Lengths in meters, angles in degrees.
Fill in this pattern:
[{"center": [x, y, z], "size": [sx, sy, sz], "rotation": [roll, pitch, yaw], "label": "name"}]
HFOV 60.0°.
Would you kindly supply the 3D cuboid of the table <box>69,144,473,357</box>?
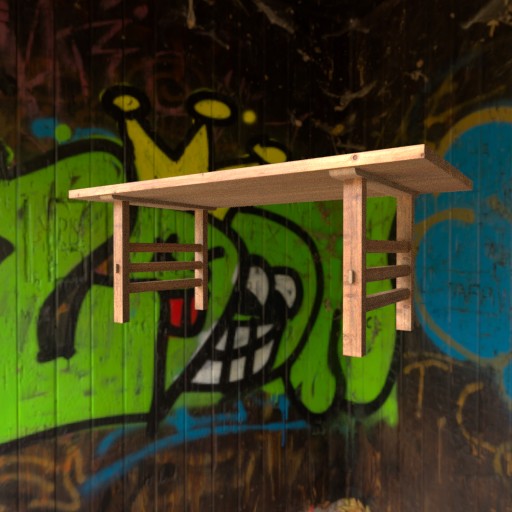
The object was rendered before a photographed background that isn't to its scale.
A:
[{"center": [0.000, 0.000, 2.419], "size": [2.003, 0.760, 0.952], "rotation": [1, 1, 35], "label": "table"}]
